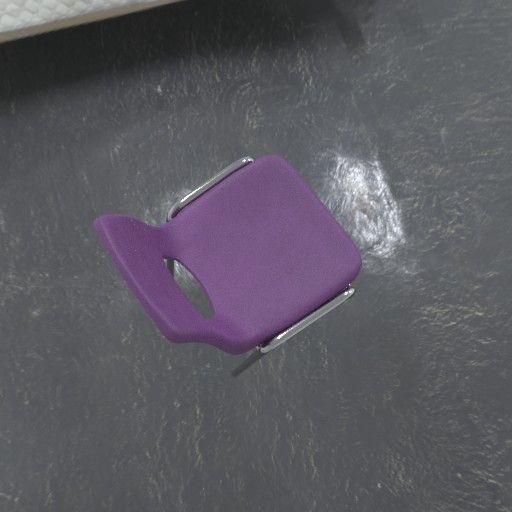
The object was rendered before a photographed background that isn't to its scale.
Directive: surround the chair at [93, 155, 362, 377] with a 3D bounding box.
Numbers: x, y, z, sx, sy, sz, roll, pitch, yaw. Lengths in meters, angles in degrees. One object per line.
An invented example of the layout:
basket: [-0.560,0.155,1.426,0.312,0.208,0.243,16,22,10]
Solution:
chair: [0.000,0.000,0.964,0.432,0.704,0.381,-34,78,-9]
